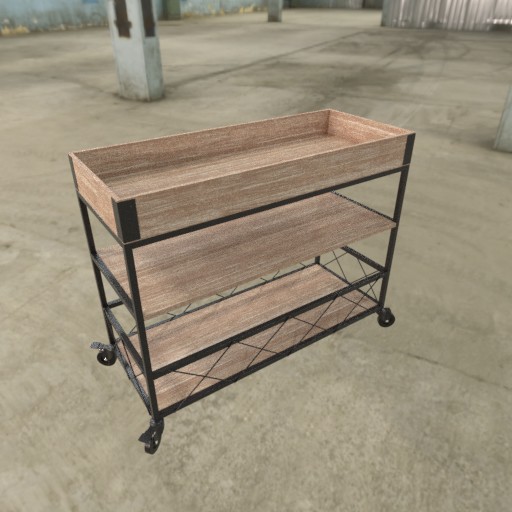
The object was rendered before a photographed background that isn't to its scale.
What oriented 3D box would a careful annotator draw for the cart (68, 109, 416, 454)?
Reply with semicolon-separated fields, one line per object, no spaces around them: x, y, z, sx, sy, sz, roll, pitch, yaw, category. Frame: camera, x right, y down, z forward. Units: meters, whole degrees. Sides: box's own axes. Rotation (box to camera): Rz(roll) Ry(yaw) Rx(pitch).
0.000;0.000;1.508;1.101;0.787;0.500;-19;36;-29;cart
